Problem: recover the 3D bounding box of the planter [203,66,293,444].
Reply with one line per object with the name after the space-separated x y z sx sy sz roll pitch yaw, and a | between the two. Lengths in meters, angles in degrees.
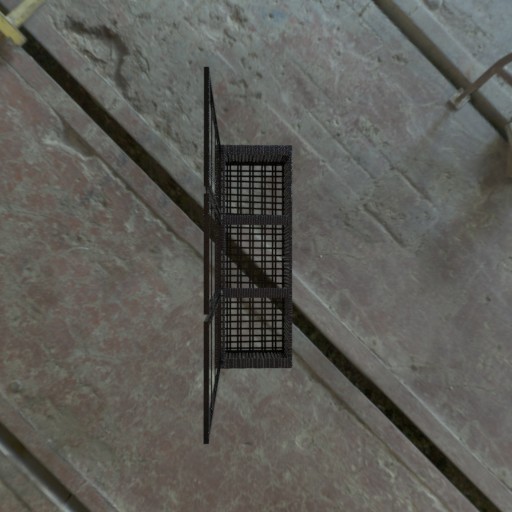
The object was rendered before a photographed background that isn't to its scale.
0.000 0.000 1.207 0.244 0.841 0.699 0 89 -2 | planter
